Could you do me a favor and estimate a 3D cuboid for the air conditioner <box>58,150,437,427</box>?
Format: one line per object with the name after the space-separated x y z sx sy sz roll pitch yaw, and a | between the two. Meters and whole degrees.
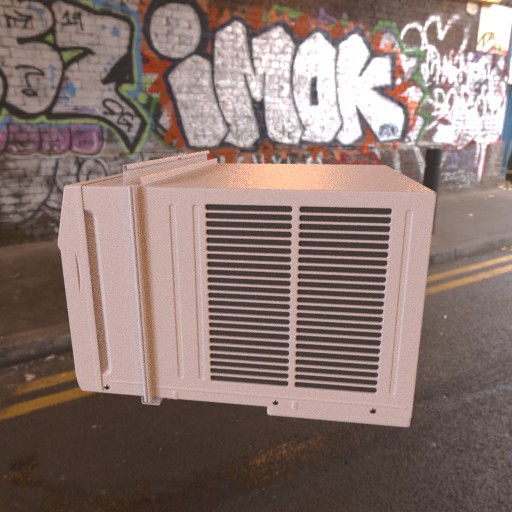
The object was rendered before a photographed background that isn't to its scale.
0.000 0.000 0.884 0.546 0.388 0.503 2 16 8 | air conditioner
